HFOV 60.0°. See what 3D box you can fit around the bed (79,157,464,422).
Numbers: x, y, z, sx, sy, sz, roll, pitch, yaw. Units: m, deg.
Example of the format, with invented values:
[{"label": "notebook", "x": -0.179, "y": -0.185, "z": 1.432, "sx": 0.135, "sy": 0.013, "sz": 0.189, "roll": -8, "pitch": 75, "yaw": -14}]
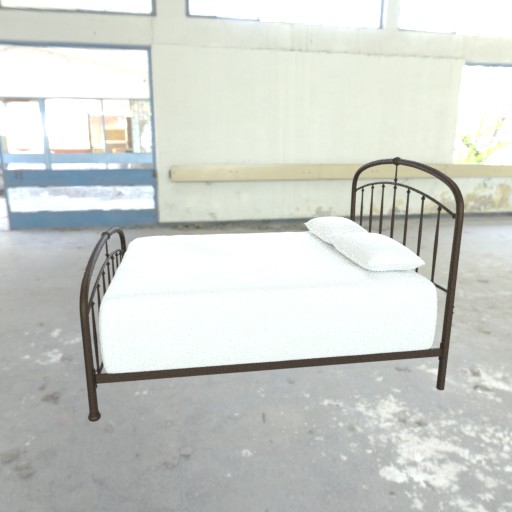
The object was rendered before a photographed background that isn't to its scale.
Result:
[{"label": "bed", "x": 0.000, "y": 0.000, "z": 3.284, "sx": 2.180, "sy": 1.425, "sz": 1.711, "roll": -2, "pitch": 14, "yaw": -9}]
